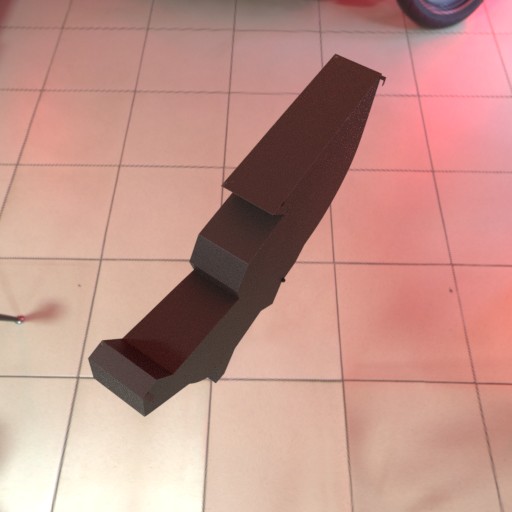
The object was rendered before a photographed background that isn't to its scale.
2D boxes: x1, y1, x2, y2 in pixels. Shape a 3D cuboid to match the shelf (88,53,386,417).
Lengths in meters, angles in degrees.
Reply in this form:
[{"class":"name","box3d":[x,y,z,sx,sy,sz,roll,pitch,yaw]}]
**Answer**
[{"class":"shelf","box3d":[0.000,0.000,0.910,0.112,0.439,0.729,31,67,15]}]
